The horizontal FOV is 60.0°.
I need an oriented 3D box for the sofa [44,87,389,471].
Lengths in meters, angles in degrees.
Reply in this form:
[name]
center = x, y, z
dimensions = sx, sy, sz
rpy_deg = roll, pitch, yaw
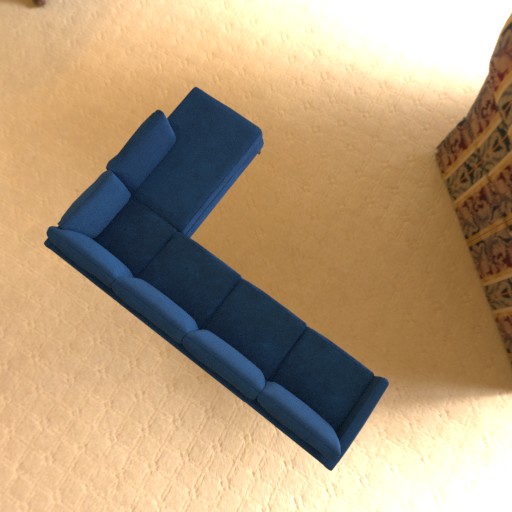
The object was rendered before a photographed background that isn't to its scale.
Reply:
[sofa]
center = 0.000, 0.000, 3.220
dimensions = 2.486, 0.687, 1.707
rpy_deg = 36, 78, 8
